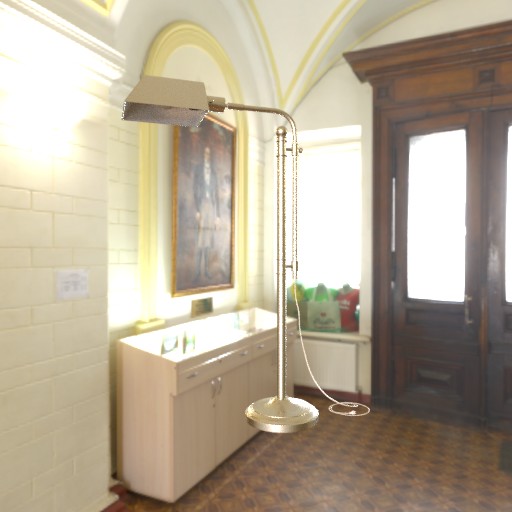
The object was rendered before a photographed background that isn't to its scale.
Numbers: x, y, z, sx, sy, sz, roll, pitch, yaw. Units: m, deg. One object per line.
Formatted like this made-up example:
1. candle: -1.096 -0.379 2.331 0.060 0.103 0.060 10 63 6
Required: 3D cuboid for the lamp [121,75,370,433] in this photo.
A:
1. lamp: 0.000 0.000 0.945 0.546 0.708 0.159 0 0 -18
